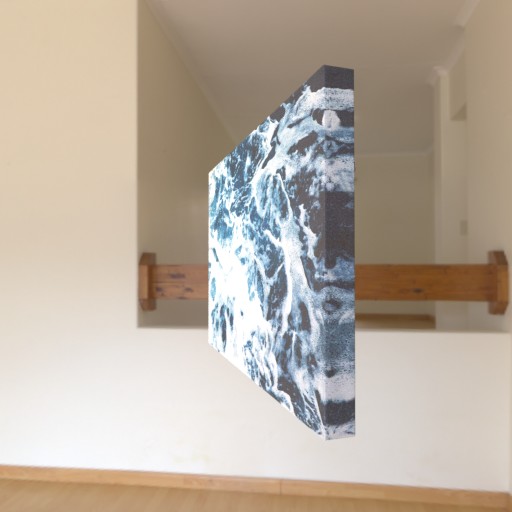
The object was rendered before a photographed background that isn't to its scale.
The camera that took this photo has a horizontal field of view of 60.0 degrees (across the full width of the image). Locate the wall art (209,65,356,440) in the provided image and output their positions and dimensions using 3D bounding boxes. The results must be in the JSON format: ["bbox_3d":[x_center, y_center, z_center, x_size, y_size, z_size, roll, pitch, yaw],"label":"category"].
[{"bbox_3d":[0.000,0.000,0.772,0.043,0.407,0.609,0,-1,-18],"label":"wall art"}]
